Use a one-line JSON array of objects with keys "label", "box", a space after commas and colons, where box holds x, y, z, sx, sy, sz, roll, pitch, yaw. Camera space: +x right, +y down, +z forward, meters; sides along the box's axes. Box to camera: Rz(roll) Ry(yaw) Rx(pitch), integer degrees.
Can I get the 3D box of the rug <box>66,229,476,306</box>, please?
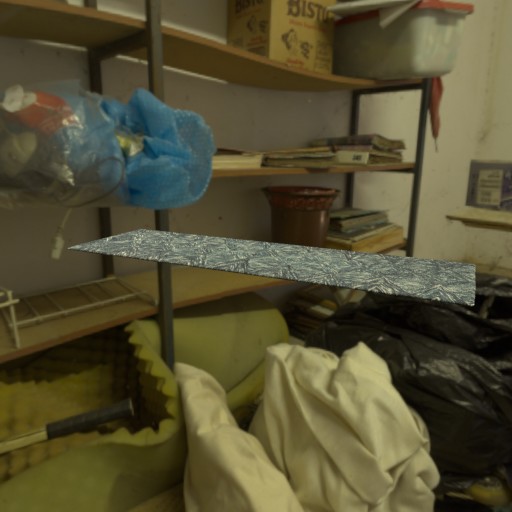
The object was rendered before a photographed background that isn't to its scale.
[{"label": "rug", "box": [0.000, 0.000, 2.581, 2.306, 0.013, 0.719, 7, 16, 25]}]
